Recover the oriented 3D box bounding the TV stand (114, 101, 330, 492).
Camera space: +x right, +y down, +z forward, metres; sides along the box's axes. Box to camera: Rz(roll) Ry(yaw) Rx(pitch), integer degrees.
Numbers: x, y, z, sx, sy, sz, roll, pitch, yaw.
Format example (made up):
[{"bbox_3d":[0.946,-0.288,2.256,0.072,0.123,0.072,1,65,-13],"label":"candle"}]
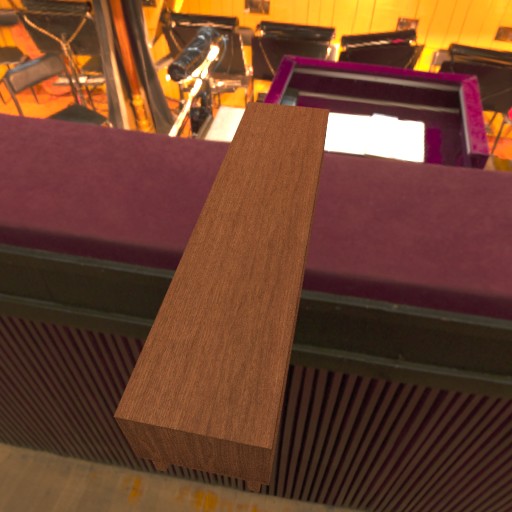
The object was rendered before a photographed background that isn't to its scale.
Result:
[{"bbox_3d":[0.000,0.000,1.632,0.366,0.409,1.482,8,48,8],"label":"TV stand"}]
